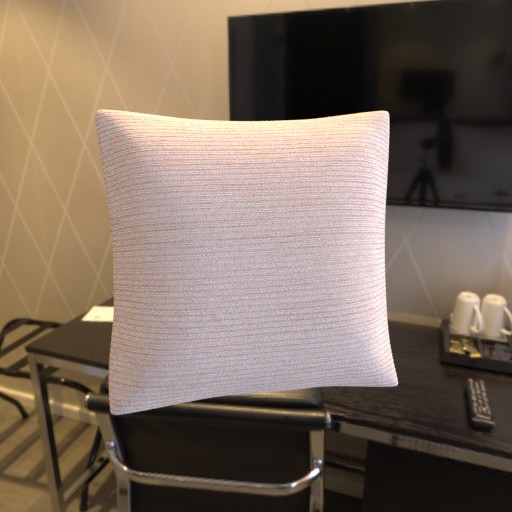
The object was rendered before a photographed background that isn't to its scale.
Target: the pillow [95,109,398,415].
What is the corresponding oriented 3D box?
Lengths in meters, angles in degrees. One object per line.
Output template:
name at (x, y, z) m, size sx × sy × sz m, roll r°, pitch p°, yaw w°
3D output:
pillow at (0.000, 0.000, 0.637) m, size 0.424 × 0.401 × 0.177 m, roll -3°, pitch 17°, yaw -9°
